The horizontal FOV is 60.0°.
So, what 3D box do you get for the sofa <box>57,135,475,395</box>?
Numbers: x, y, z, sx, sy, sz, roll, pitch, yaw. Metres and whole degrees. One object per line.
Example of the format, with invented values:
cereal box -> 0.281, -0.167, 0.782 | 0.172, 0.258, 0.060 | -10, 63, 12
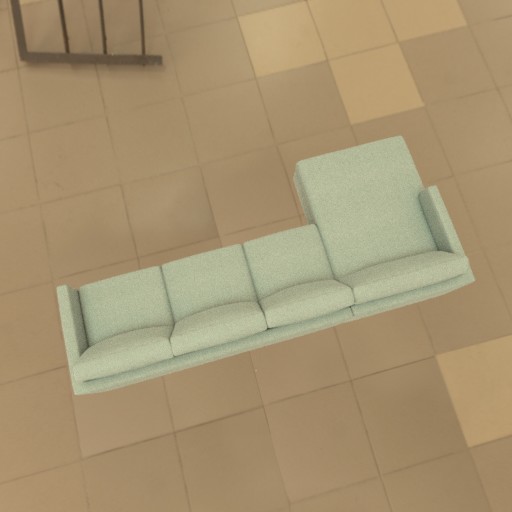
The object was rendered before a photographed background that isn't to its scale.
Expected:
sofa -> 0.000, 0.000, 4.088 | 3.470, 0.953, 1.600 | -15, 76, -4
